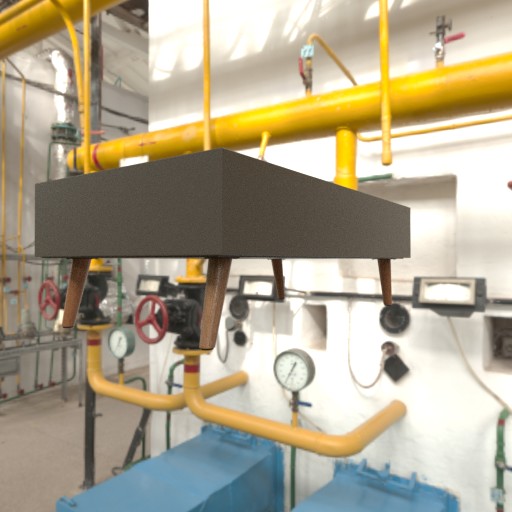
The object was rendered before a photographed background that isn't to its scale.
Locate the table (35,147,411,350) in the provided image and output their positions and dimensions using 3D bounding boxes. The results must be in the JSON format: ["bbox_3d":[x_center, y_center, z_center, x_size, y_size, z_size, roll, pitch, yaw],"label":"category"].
[{"bbox_3d":[0.000,0.000,1.540,0.703,0.404,1.201,0,-1,36],"label":"table"}]
